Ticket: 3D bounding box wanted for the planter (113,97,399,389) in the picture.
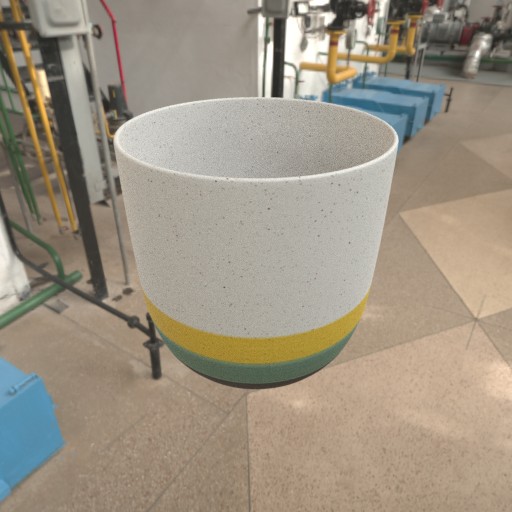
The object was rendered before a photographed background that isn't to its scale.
[{"bbox_3d":[0.000,0.000,0.369,0.195,0.214,0.195,0,32,0],"label":"planter"}]
